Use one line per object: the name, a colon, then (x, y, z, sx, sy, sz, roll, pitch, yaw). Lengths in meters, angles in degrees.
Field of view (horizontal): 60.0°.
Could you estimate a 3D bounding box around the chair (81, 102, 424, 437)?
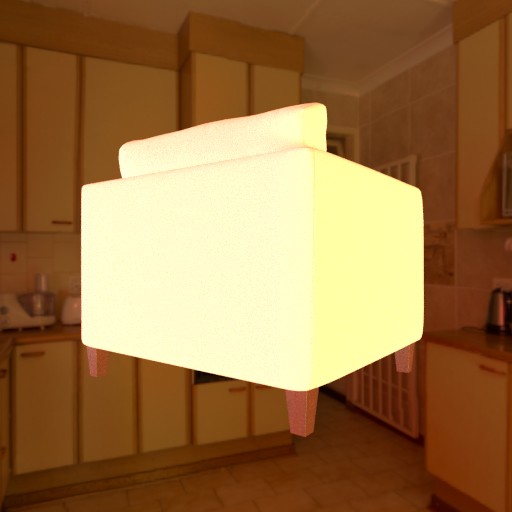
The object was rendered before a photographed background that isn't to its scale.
chair: (0.000, 0.000, 1.675, 1.019, 0.885, 0.878, 0, 0, 37)
